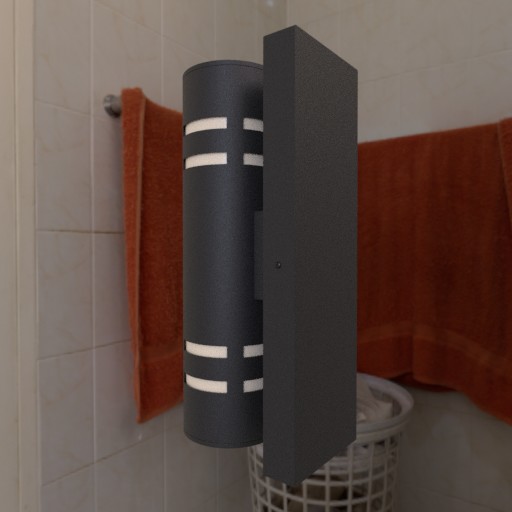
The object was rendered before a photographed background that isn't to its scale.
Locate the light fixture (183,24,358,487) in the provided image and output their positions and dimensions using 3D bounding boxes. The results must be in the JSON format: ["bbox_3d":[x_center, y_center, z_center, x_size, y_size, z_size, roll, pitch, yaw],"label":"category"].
[{"bbox_3d":[0.000,0.000,0.402,0.149,0.330,0.105,1,1,38],"label":"light fixture"}]
